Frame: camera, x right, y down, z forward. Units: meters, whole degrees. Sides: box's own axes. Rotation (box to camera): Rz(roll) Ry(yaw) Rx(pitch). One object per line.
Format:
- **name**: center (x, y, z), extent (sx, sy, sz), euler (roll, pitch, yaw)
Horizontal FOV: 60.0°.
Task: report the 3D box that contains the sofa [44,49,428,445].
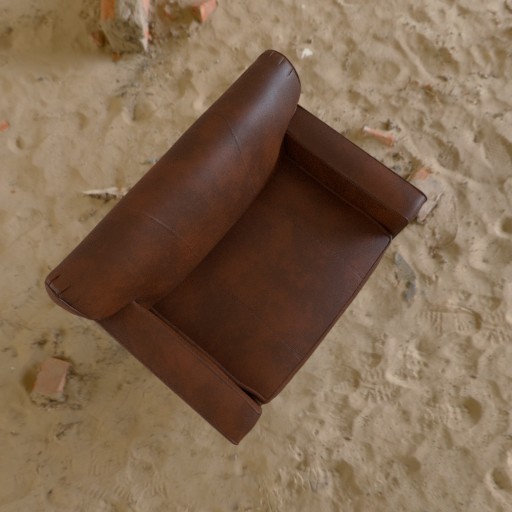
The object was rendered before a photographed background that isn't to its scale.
- **sofa**: center (0.000, 0.000, 2.111), extent (1.000, 0.956, 1.413), euler (38, 78, 9)
